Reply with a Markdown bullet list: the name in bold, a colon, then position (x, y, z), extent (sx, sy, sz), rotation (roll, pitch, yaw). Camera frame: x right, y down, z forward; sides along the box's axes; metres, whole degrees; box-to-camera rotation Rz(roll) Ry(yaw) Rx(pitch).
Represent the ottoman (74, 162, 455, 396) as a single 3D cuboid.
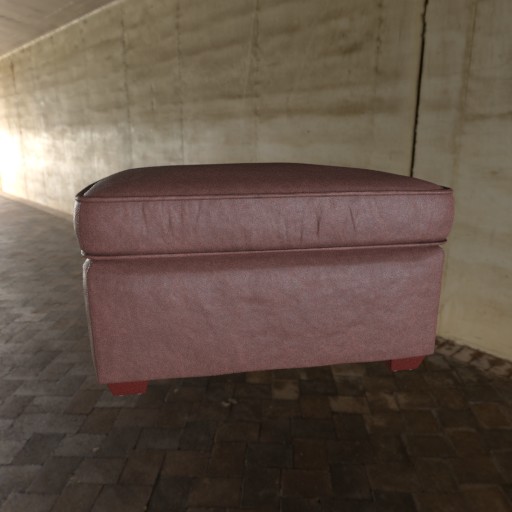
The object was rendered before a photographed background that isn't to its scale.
- **ottoman**: position (0.000, 0.000, 1.103), extent (0.749, 0.449, 0.548), rotation (-3, 15, -9)
